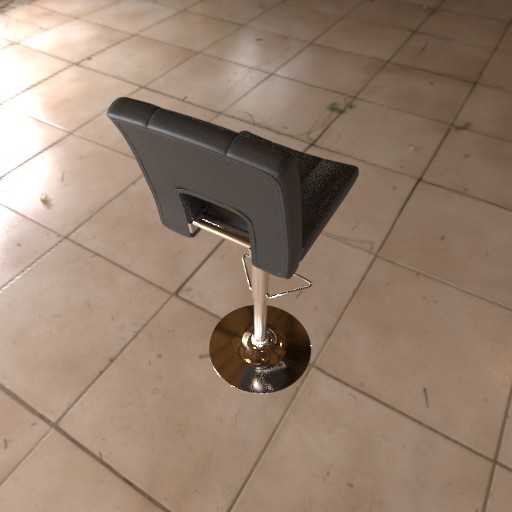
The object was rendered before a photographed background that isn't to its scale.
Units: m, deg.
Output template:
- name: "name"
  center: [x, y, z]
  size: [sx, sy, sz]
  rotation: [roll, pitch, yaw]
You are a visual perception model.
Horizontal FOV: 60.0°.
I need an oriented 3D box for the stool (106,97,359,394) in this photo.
- name: "stool"
  center: [0.000, 0.000, 1.353]
  size: [0.415, 1.151, 0.520]
  rotation: [23, 52, 20]
